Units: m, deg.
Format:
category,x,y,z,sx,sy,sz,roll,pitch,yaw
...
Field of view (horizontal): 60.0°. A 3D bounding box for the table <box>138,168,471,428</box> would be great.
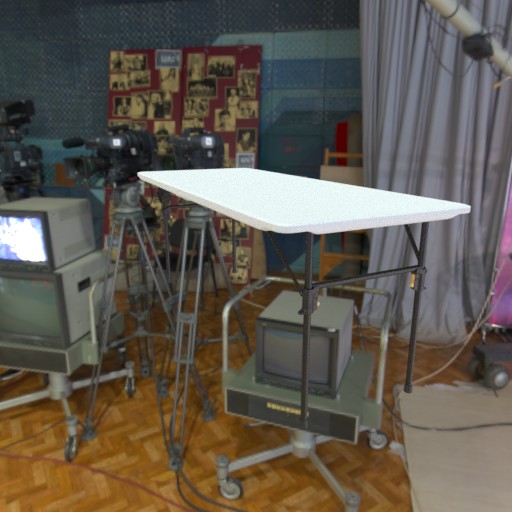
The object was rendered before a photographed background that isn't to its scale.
category,x,y,z,sx,sy,sz,roll,pitch,yaw
table,0.000,0.000,2.216,0.761,0.719,1.829,-8,17,-25
